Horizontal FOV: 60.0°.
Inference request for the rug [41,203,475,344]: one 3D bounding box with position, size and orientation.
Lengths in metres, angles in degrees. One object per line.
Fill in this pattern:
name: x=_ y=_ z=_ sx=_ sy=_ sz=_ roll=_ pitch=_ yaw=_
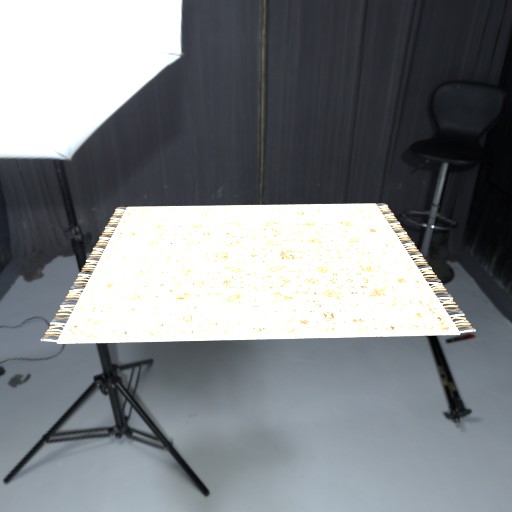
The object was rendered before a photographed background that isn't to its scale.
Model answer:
rug: x=0.000 y=0.000 z=2.291 sx=1.726 sy=0.009 sz=1.278 roll=-1 pitch=31 yaw=-2
